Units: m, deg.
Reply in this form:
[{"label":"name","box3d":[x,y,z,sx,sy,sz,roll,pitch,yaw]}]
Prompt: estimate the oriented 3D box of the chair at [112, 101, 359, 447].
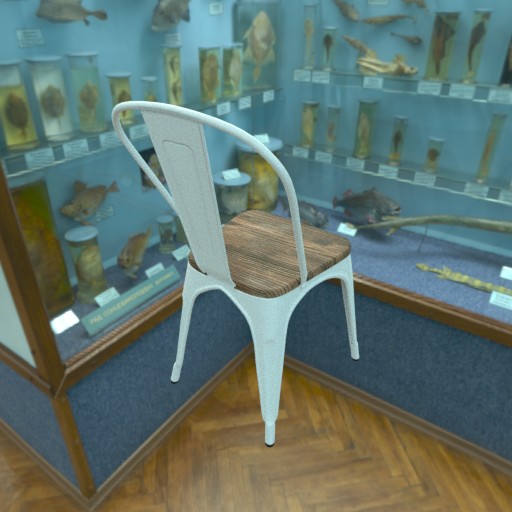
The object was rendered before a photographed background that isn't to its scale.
[{"label":"chair","box3d":[0.000,0.000,1.159,0.452,0.851,0.521,21,37,32]}]
